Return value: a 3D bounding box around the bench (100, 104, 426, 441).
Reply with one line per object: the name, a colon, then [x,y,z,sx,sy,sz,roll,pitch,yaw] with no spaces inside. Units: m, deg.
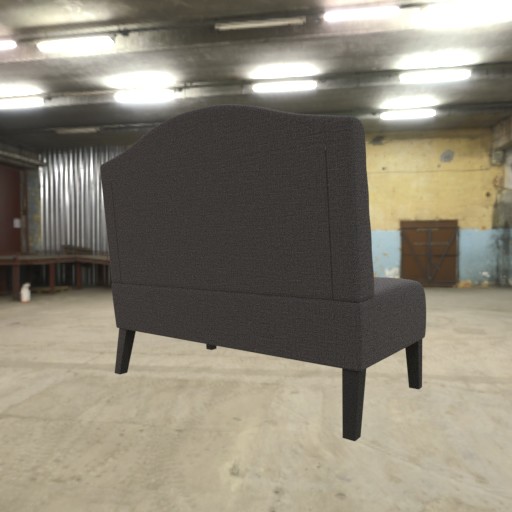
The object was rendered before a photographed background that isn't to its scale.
bench: [0.000,0.000,2.072,1.335,1.180,0.815,1,1,37]
